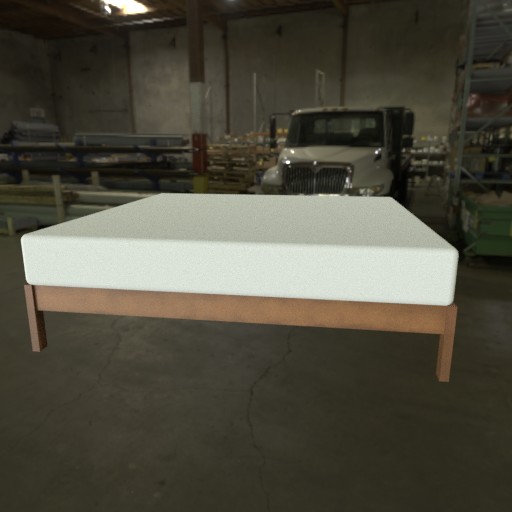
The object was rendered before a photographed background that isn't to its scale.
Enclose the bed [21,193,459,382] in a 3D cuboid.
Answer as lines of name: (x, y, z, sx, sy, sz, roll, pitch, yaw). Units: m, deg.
bed: (0.000, 0.000, 2.995, 2.049, 0.616, 1.930, 2, 14, 8)
